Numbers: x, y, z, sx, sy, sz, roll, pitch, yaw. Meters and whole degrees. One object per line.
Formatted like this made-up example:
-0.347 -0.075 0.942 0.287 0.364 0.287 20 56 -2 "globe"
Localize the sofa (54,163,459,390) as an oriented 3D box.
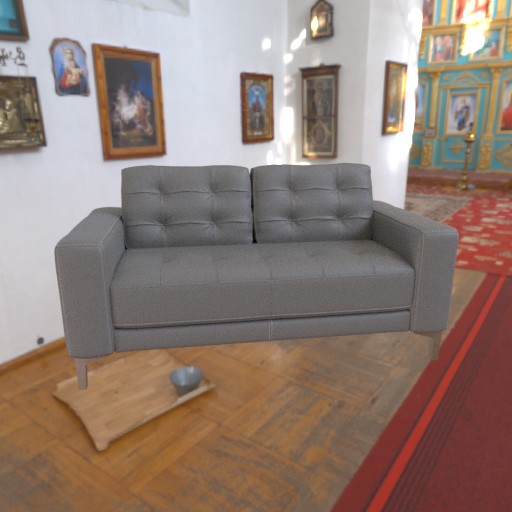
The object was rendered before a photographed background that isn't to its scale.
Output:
0.000 0.000 2.247 1.726 0.892 0.833 -2 16 -9 "sofa"
